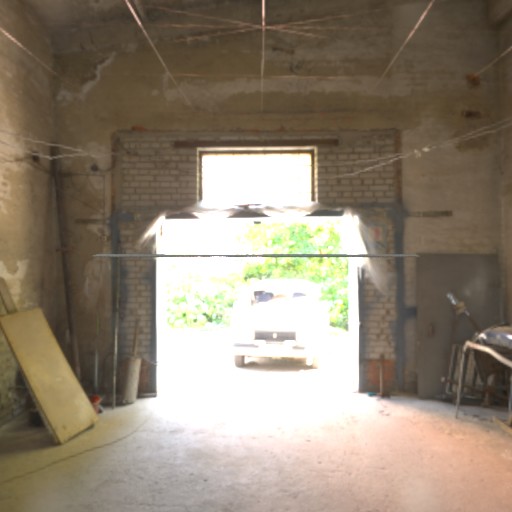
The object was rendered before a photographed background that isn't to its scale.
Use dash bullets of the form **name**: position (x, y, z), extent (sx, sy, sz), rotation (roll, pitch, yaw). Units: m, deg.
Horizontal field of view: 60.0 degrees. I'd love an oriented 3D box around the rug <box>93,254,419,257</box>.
- **rug**: position (0.000, 0.000, 2.301), extent (1.593, 0.012, 1.593), rotation (0, 0, 0)
